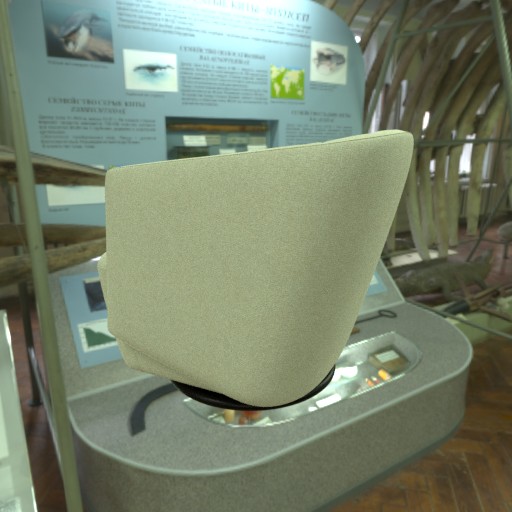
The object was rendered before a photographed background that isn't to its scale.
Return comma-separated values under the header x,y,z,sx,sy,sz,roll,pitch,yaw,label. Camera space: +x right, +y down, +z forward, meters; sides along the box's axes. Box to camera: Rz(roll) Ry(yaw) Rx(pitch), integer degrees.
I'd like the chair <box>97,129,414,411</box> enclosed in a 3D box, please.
x,y,z,sx,sy,sz,roll,pitch,yaw,label
0.000,0.000,1.586,0.986,0.861,0.822,7,16,26,chair
